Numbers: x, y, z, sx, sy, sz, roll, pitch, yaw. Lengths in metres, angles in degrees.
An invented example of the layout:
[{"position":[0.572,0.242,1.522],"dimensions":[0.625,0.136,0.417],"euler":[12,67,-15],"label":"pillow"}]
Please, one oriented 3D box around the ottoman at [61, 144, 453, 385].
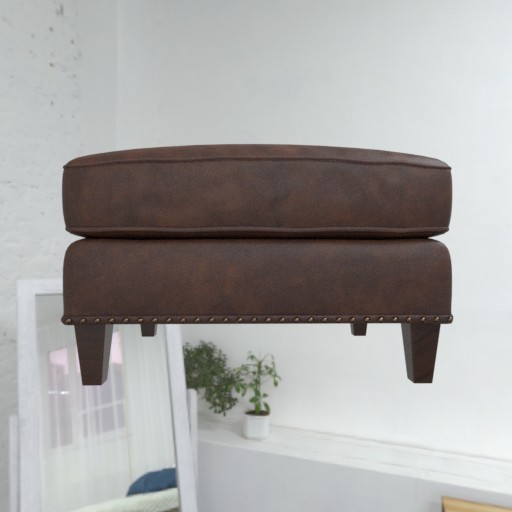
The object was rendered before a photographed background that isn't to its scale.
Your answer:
[{"position":[0.000,0.000,1.101],"dimensions":[0.742,0.486,0.586],"euler":[0,1,-1],"label":"ottoman"}]
